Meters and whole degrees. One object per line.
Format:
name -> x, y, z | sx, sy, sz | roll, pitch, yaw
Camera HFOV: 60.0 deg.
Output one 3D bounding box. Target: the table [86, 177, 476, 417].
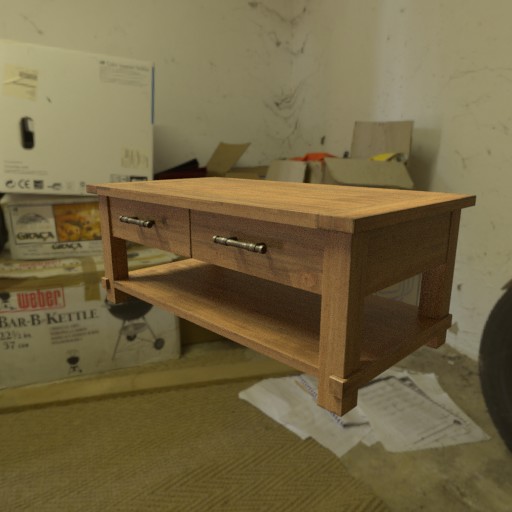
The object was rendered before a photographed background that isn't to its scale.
table -> 0.000, 0.000, 1.643 | 0.693, 0.494, 1.270 | -13, 19, -43
